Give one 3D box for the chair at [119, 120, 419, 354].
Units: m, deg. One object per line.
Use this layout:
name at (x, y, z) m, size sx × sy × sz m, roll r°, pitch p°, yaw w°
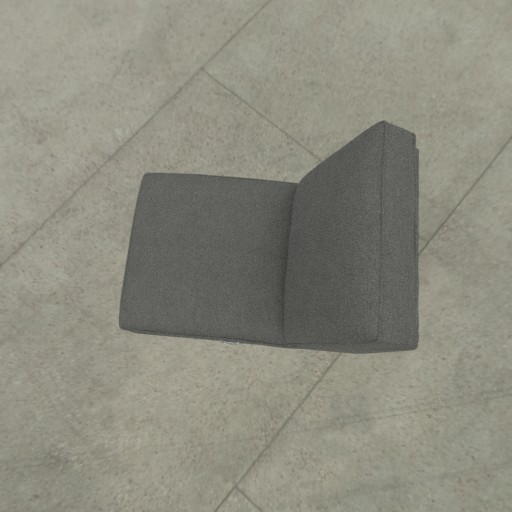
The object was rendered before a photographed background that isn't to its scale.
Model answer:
chair at (0.000, 0.000, 1.591) m, size 0.938 × 0.970 × 0.621 m, roll 5°, pitch 77°, yaw 1°
